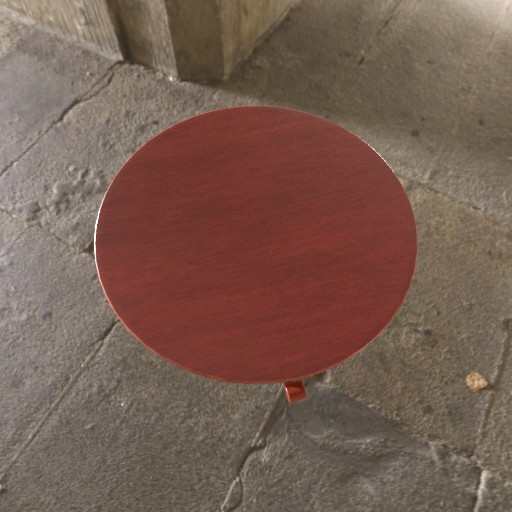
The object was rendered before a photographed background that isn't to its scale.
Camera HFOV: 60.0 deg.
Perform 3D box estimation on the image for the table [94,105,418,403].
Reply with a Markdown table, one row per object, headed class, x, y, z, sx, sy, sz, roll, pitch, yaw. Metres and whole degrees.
| class | x | y | z | sx | sy | sz | roll | pitch | yaw |
| --- | --- | --- | --- | --- | --- | --- | --- | --- | --- |
| table | 0.000 | 0.000 | 1.634 | 1.029 | 0.486 | 1.029 | 0 | 62 | 0 |
